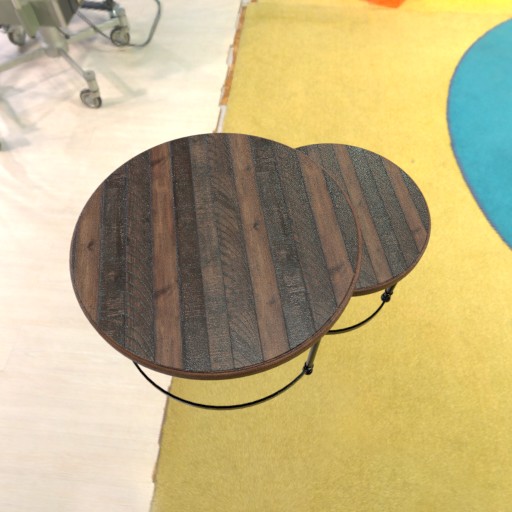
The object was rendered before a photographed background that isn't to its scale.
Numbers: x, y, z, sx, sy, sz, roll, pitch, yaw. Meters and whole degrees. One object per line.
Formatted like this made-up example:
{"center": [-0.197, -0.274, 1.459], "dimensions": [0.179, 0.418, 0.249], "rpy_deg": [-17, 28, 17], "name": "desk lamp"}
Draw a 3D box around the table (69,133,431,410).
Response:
{"center": [0.000, 0.000, 1.588], "dimensions": [1.152, 0.516, 0.870], "rpy_deg": [-29, 62, -17], "name": "table"}
